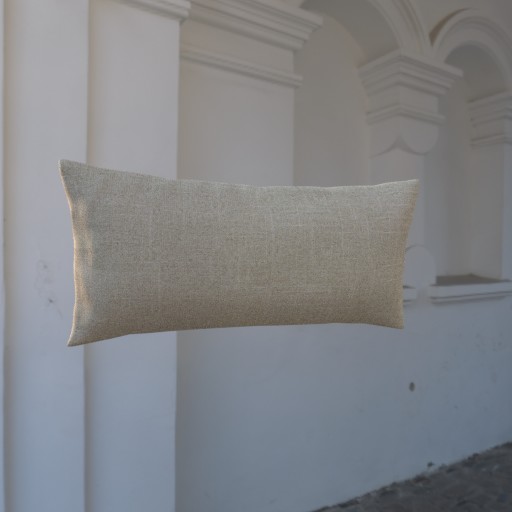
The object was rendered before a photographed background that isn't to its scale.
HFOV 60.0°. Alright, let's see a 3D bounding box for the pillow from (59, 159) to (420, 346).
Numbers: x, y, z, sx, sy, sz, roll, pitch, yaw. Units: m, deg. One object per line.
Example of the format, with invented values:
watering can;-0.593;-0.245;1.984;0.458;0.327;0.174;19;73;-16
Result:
pillow;0.000;0.000;0.755;0.612;0.282;0.155;0;0;-16
